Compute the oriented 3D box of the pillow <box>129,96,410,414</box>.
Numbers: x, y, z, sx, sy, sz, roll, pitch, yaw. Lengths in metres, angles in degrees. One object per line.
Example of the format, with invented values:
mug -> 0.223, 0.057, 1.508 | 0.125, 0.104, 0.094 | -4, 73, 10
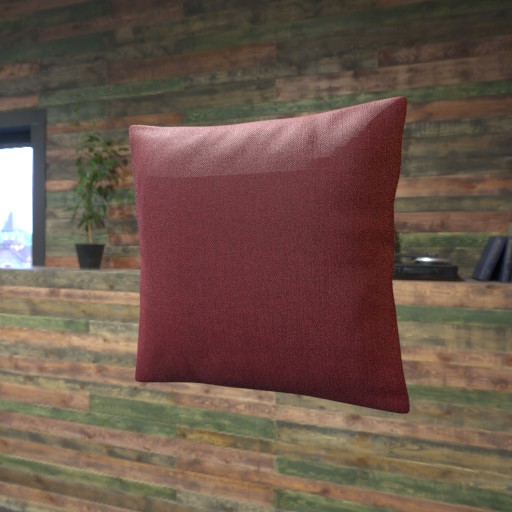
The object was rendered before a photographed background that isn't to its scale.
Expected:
pillow -> 0.000, 0.000, 0.777 | 0.513, 0.497, 0.166 | 0, 1, 20
